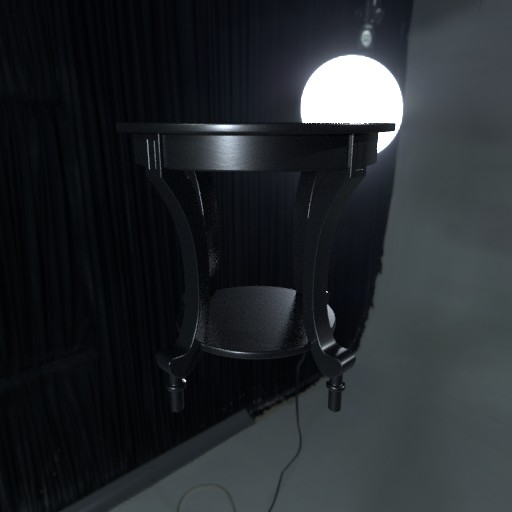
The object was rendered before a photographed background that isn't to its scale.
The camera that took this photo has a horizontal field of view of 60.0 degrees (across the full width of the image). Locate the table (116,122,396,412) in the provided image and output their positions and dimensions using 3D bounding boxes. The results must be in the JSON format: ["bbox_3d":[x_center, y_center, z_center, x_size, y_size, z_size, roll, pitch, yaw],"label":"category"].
[{"bbox_3d":[0.000,0.000,1.073,0.597,0.618,0.597,0,17,0],"label":"table"}]
